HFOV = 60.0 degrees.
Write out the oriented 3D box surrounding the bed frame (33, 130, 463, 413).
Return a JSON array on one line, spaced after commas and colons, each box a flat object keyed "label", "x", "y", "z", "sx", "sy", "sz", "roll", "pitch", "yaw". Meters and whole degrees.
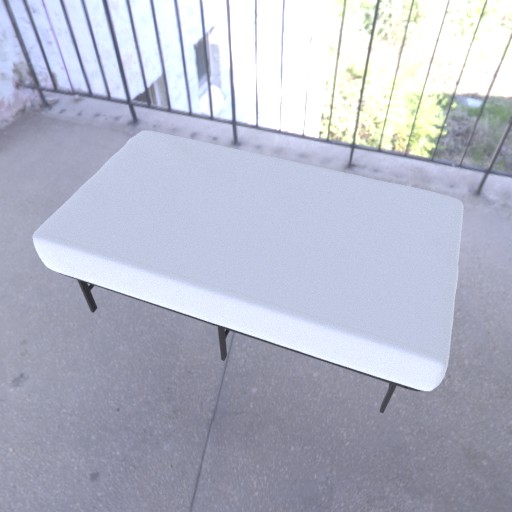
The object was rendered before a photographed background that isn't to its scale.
[{"label": "bed frame", "x": 0.000, "y": 0.000, "z": 2.343, "sx": 1.908, "sy": 0.640, "sz": 1.025, "roll": 16, "pitch": 49, "yaw": 14}]
